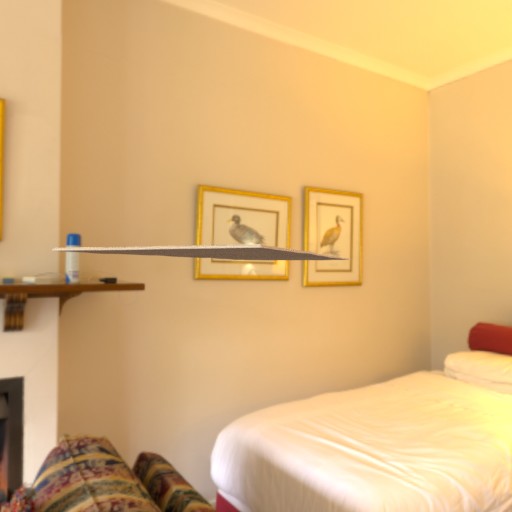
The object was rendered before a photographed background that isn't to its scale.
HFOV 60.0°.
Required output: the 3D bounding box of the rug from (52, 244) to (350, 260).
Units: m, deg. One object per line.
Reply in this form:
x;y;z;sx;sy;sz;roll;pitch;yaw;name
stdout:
0.000;0.000;2.677;0.857;0.018;2.383;-1;-2;19;rug
